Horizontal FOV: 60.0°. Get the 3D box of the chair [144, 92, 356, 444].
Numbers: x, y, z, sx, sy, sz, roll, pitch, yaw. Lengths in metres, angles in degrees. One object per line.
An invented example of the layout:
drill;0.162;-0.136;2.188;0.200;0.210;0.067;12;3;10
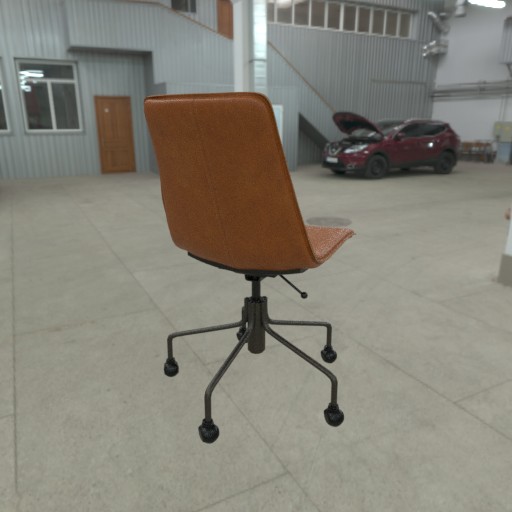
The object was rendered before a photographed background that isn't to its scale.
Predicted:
chair;0.000;0.000;1.372;0.651;0.920;0.660;8;19;25
